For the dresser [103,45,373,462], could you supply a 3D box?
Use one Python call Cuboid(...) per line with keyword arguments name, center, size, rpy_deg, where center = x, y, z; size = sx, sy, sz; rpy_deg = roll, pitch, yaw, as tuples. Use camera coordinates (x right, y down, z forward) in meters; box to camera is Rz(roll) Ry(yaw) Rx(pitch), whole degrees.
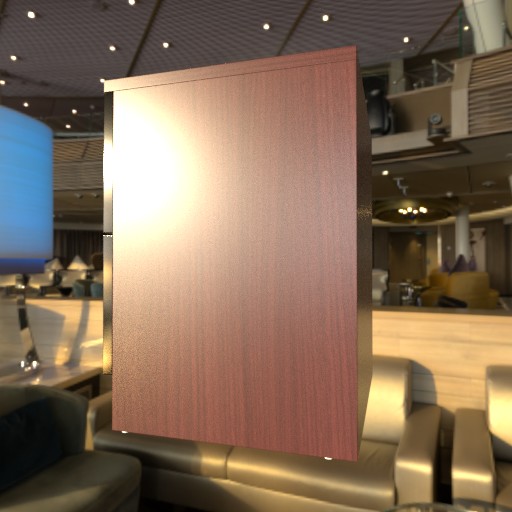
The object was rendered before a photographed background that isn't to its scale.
Cuboid(name="dresser", center=(0.000, 0.000, 0.742), size=(0.360, 0.470, 0.400), rpy_deg=(0, -1, 17))
